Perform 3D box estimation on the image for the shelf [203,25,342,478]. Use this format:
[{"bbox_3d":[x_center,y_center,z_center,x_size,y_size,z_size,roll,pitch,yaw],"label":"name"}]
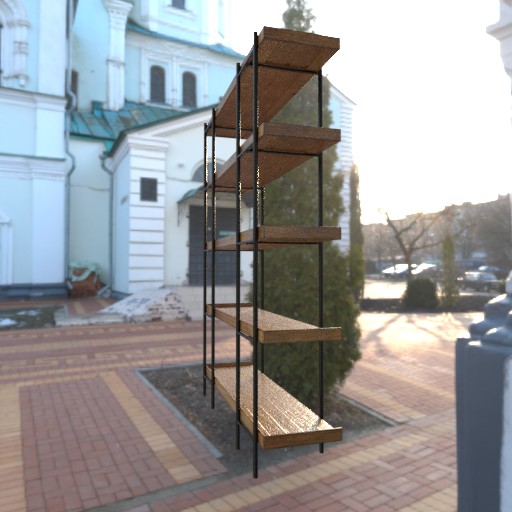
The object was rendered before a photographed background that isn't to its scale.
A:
[{"bbox_3d":[0.000,0.000,2.448,0.379,1.826,1.371,0,-2,-16],"label":"shelf"}]
